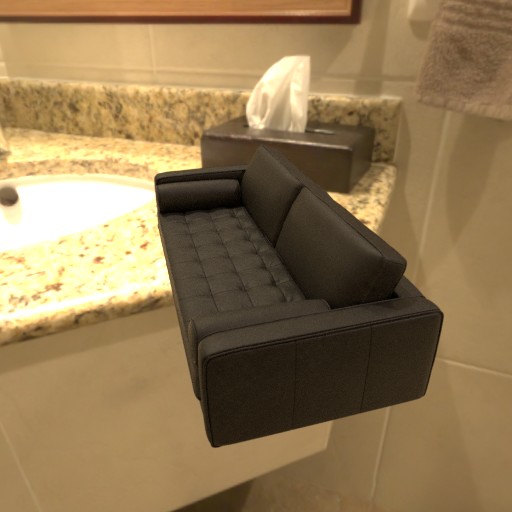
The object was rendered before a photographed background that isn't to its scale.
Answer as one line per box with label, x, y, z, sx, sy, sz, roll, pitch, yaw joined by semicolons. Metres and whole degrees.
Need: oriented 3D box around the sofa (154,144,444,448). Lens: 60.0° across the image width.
sofa;0.000;0.000;2.351;0.921;0.770;1.879;-8;30;-14
